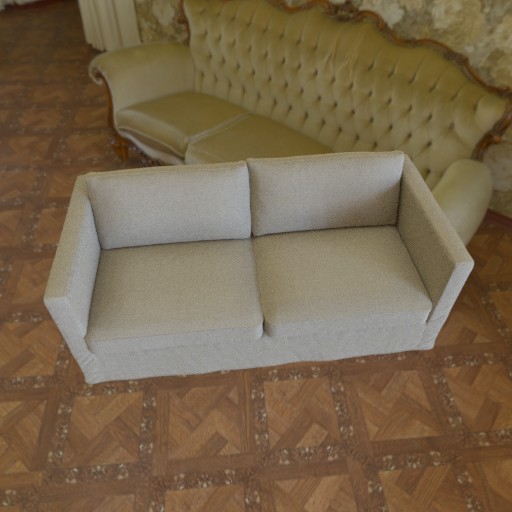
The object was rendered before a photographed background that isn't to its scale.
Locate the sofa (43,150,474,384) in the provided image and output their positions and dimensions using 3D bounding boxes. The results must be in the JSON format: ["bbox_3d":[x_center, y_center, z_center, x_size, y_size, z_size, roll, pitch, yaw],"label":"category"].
[{"bbox_3d":[0.000,0.000,2.488,1.987,0.847,0.956,-5,46,-4],"label":"sofa"}]
